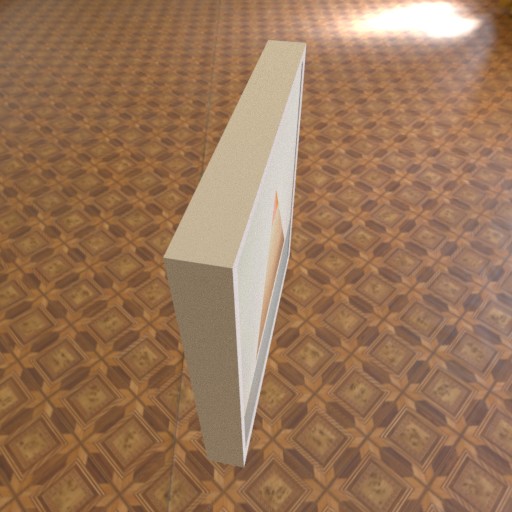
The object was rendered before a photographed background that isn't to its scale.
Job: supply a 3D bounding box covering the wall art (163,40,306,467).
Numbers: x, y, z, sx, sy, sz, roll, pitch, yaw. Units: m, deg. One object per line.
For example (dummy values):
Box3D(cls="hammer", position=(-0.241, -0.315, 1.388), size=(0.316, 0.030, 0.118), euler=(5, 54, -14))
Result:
Box3D(cls="wall art", position=(0.000, 0.000, 0.448), size=(0.038, 0.304, 0.305), euler=(9, 47, 8))
